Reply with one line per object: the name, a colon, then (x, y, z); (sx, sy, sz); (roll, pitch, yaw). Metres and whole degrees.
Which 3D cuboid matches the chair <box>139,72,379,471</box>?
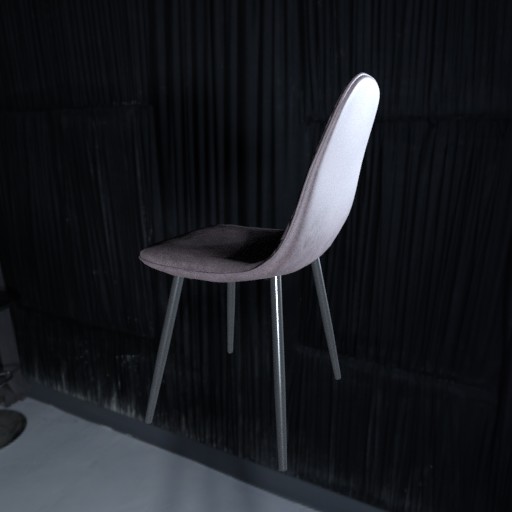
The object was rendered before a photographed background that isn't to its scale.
chair: (0.000, 0.000, 1.201); (0.561, 0.889, 0.472); (8, 17, 25)
